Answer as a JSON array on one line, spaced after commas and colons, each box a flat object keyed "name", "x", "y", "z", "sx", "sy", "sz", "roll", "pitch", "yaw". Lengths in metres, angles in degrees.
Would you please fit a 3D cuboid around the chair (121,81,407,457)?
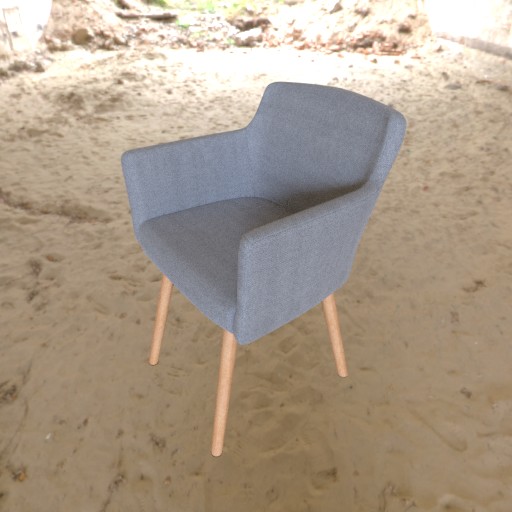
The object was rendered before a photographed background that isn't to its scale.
[{"name": "chair", "x": 0.000, "y": 0.000, "z": 1.157, "sx": 0.540, "sy": 0.780, "sz": 0.570, "roll": -21, "pitch": 38, "yaw": -30}]
